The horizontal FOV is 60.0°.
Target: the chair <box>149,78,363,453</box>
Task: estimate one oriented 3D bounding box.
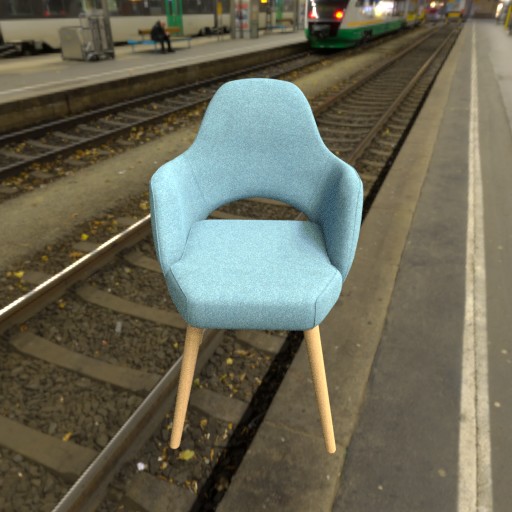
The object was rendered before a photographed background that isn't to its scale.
[{"bbox_3d":[0.000,0.000,1.334,0.589,0.920,0.666,1,29,2],"label":"chair"}]
